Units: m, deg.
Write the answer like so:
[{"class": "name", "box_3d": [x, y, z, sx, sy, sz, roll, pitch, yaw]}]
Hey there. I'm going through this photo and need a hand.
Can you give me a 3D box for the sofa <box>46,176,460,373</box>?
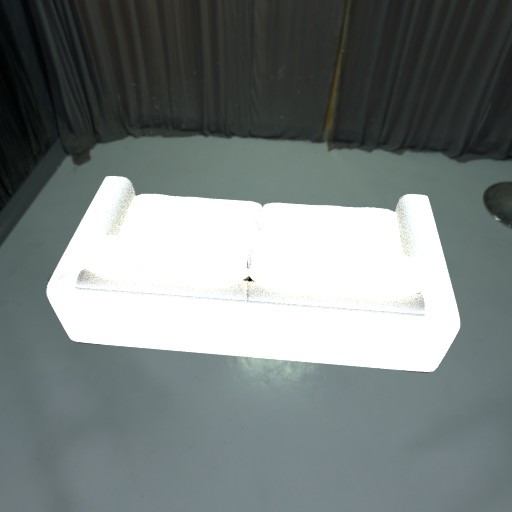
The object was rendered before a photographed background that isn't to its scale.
[{"class": "sofa", "box_3d": [0.000, 0.000, 2.818, 2.262, 0.801, 1.070, 4, 47, 4]}]
